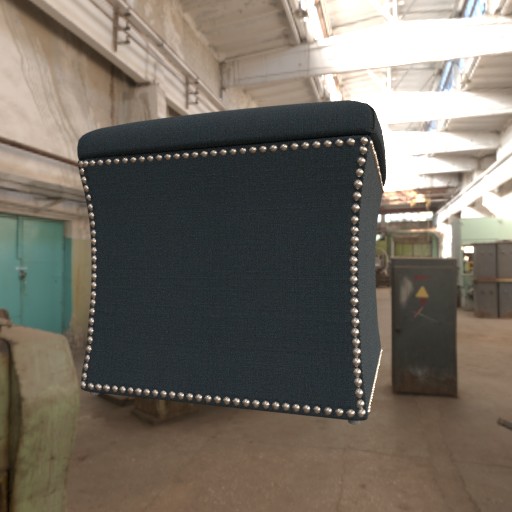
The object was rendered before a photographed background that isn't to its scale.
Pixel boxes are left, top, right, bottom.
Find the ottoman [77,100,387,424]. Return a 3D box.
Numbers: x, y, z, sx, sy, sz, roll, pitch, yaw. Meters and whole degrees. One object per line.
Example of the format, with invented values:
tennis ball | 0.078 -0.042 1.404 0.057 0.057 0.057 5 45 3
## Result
ottoman | 0.000 0.000 0.895 0.507 0.475 0.497 0 -1 18
